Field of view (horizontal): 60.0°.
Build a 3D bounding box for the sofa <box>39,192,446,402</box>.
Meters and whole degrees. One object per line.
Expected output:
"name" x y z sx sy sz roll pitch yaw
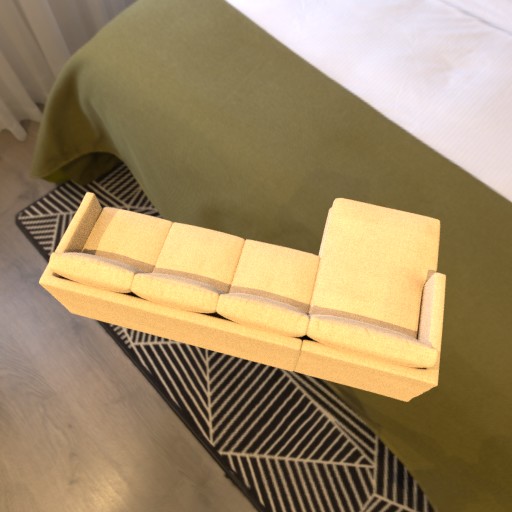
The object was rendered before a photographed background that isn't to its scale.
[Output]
"sofa" 0.000 0.000 3.974 3.205 0.922 1.650 13 64 7
